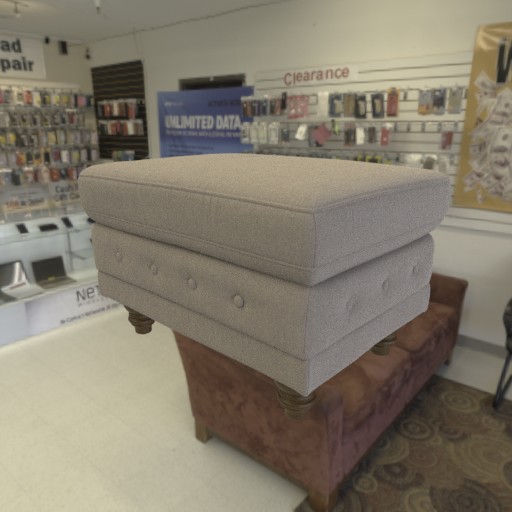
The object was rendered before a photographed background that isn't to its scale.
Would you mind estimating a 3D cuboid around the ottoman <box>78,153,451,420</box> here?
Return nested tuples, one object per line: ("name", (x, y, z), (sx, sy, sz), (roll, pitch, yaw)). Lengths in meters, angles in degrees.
("ottoman", (0.000, 0.000, 1.156), (0.771, 0.500, 0.569), (15, 22, 41))
